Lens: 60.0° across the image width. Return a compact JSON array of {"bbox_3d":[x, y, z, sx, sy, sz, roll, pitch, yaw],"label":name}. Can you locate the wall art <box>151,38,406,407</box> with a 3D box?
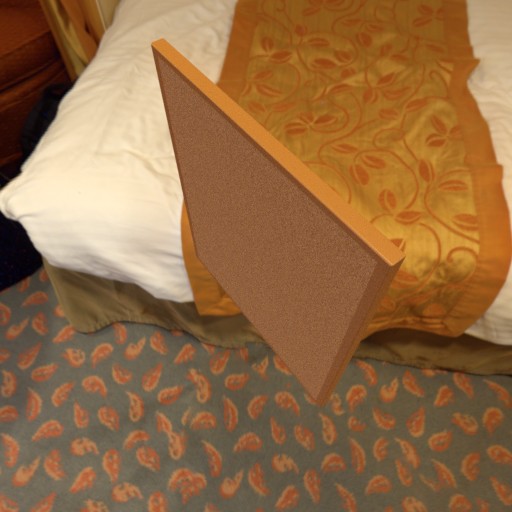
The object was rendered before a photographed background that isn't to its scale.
[{"bbox_3d":[0.000,0.000,0.515,0.015,0.379,0.310,-33,63,-19],"label":"wall art"}]
